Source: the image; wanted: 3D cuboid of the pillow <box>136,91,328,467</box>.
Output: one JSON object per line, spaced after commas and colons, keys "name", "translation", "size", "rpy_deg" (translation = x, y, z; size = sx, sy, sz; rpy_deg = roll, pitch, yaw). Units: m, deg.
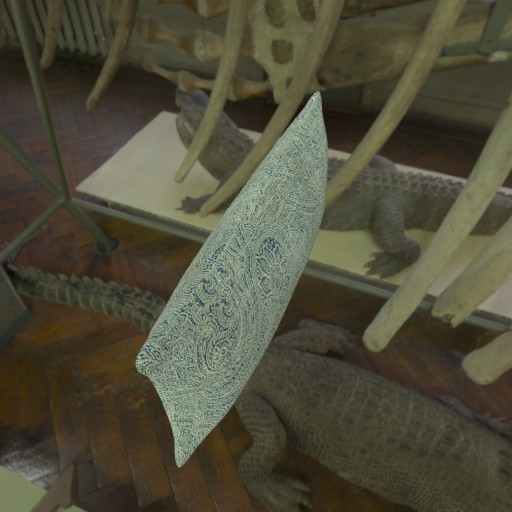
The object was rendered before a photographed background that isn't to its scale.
{"name": "pillow", "translation": [0.000, 0.000, 0.728], "size": [0.151, 0.295, 0.615], "rpy_deg": [16, 48, 15]}
